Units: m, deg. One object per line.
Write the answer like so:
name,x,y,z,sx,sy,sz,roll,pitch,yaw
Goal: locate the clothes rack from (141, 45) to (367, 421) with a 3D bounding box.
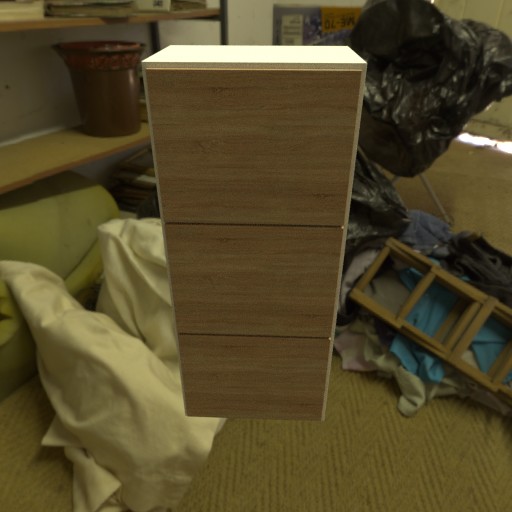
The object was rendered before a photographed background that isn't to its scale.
clothes rack,0.000,0.000,1.417,0.500,1.187,0.331,1,31,2
